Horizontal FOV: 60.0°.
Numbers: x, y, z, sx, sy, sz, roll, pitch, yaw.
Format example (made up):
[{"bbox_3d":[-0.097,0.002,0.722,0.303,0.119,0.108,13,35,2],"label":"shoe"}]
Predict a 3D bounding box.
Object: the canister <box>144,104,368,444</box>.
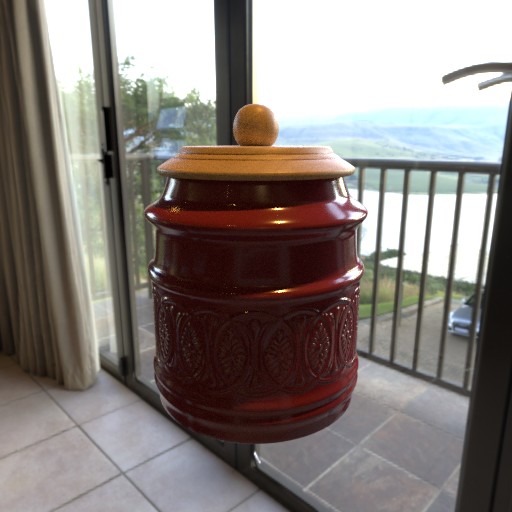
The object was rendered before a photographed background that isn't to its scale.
[{"bbox_3d":[0.000,0.000,0.271,0.130,0.176,0.130,0,14,0],"label":"canister"}]
